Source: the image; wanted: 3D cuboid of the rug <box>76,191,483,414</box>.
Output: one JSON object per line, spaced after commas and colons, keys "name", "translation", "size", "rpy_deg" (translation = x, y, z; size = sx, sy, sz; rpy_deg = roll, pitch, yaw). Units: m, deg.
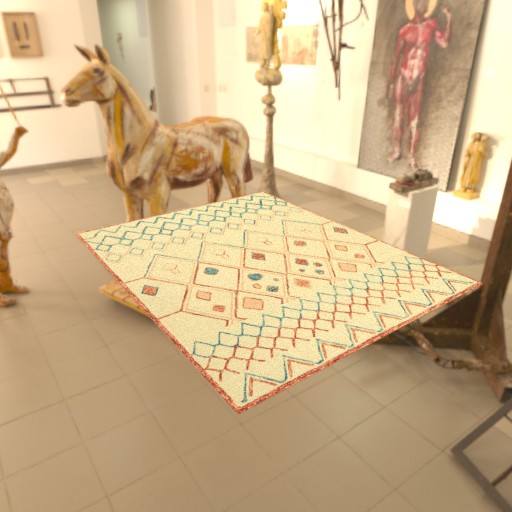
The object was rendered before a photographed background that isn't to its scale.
{"name": "rug", "translation": [0.000, 0.000, 4.142], "size": [2.441, 0.016, 3.050], "rpy_deg": [-18, 31, -32]}
